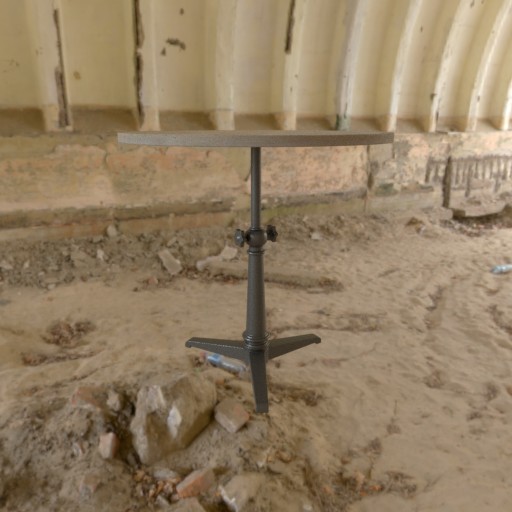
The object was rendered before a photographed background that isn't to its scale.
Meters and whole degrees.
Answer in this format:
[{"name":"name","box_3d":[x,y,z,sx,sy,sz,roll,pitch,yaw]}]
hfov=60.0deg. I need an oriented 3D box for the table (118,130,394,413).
[{"name":"table","box_3d":[0.000,0.000,1.447,0.800,0.780,0.800,0,17,0]}]
